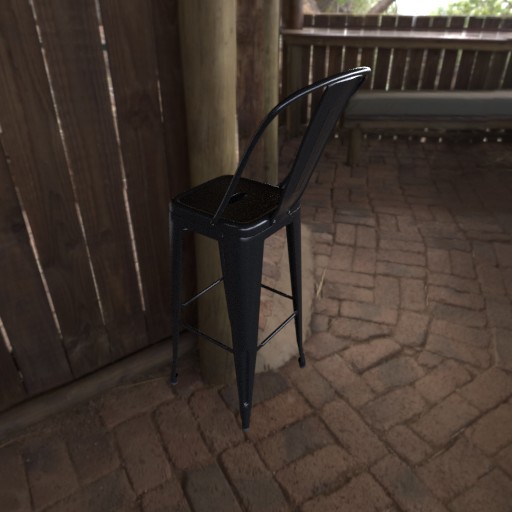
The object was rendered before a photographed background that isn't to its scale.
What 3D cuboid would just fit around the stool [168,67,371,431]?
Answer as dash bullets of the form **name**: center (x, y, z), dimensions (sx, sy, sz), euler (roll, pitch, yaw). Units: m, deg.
- **stool**: center (0.000, 0.000, 1.347), dimensions (0.513, 1.096, 0.399), euler (21, 37, 31)
